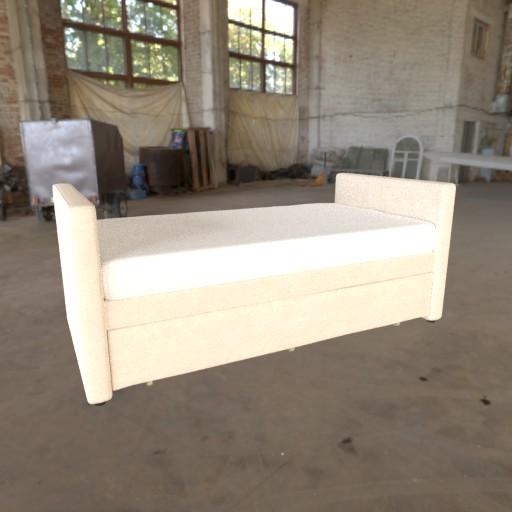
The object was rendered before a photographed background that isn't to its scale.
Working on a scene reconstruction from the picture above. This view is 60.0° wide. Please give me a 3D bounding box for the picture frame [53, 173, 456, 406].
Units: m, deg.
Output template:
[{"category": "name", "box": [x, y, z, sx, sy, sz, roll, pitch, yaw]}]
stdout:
[{"category": "picture frame", "box": [0.000, 0.000, 2.739, 2.161, 0.891, 1.069, -7, 16, -26]}]
